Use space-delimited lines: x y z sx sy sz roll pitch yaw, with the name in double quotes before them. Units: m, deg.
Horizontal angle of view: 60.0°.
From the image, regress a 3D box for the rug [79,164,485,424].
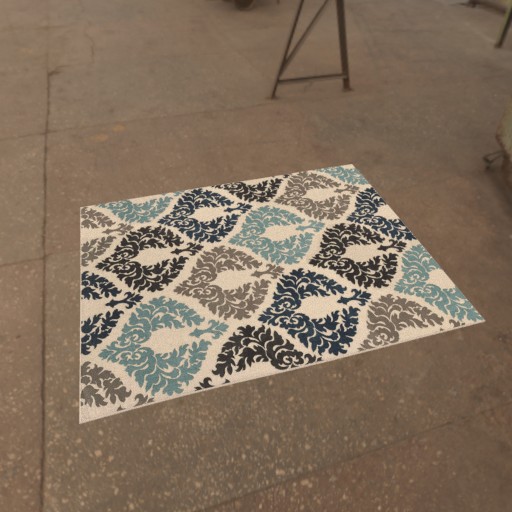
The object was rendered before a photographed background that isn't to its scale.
"rug" 0.000 0.000 3.988 3.040 0.014 2.423 -11 44 -12
